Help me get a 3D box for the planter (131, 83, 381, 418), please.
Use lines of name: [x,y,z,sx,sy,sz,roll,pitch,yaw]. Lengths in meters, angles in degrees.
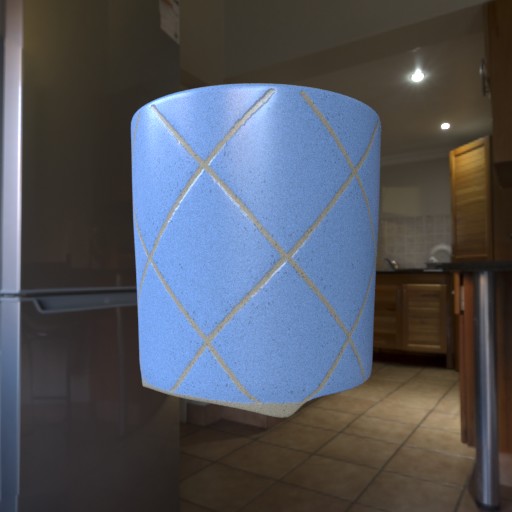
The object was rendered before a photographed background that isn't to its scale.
planter: [0.000,0.000,0.416,0.227,0.235,0.227,0,-1,0]
